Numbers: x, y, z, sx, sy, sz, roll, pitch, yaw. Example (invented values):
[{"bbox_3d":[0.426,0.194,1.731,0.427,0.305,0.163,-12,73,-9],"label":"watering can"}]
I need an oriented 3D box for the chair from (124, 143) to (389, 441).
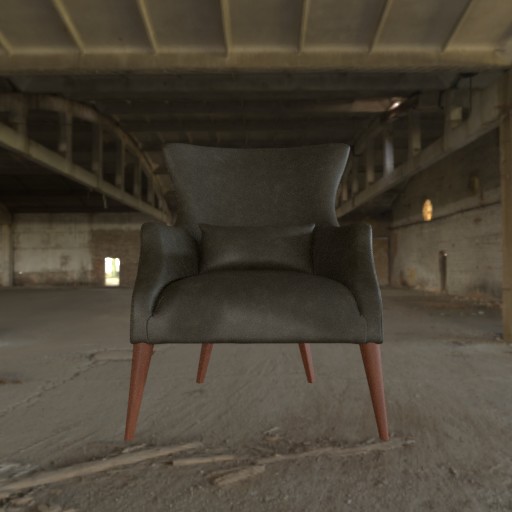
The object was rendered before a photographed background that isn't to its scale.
[{"bbox_3d":[0.000,0.000,1.724,0.819,1.068,0.954,0,-1,0],"label":"chair"}]
